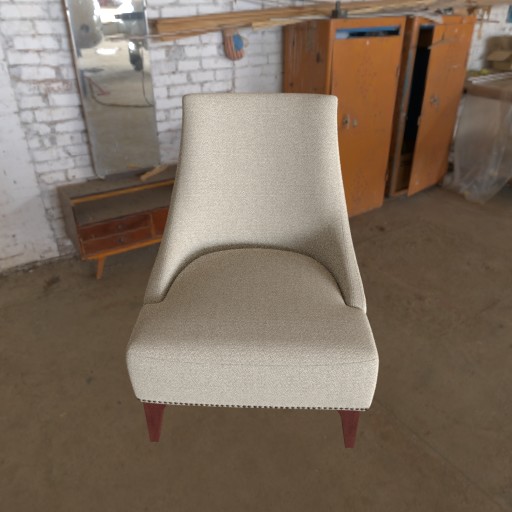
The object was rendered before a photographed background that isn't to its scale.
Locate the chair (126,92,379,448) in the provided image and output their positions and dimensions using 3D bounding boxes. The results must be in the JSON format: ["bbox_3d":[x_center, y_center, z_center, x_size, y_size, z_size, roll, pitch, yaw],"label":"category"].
[{"bbox_3d":[0.000,0.000,1.486,0.701,0.909,0.861,1,30,2],"label":"chair"}]
